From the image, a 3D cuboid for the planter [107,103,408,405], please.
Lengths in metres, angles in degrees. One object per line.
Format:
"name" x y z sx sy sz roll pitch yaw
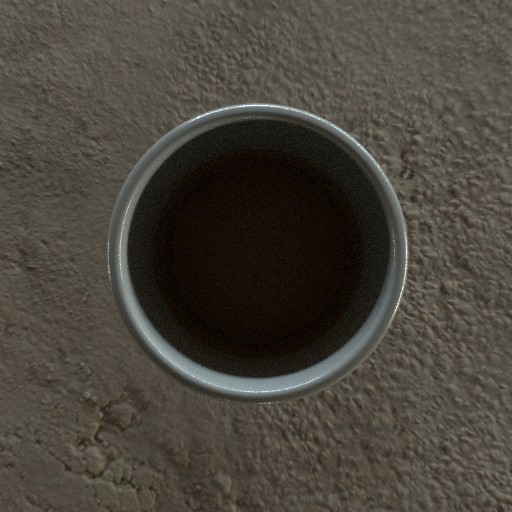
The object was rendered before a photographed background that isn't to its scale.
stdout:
"planter" 0.000 0.000 0.651 0.310 0.432 0.310 0 90 1
